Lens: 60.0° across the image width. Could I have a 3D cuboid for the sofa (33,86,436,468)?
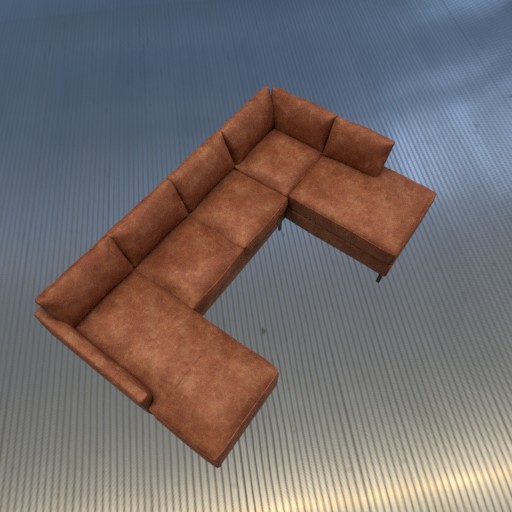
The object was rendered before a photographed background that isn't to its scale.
[{"bbox_3d":[0.000,0.000,3.736,1.939,0.900,2.956,32,64,17],"label":"sofa"}]
